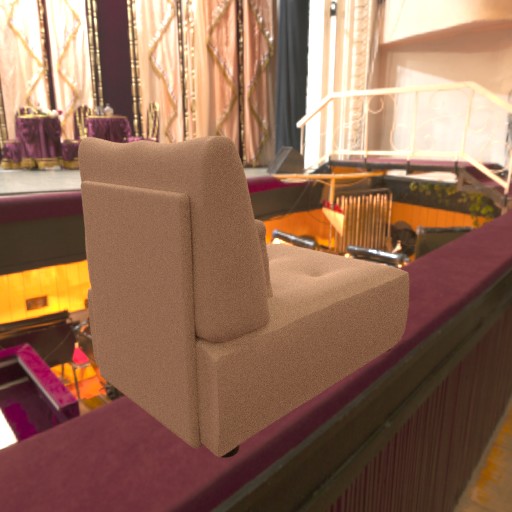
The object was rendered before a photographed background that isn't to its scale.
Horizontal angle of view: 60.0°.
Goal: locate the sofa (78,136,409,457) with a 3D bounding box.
[{"bbox_3d":[0.000,0.000,1.587,1.000,0.820,0.700,-14,20,-43],"label":"sofa"}]
